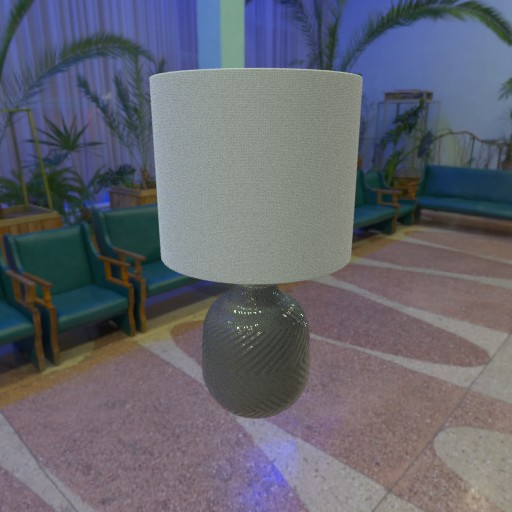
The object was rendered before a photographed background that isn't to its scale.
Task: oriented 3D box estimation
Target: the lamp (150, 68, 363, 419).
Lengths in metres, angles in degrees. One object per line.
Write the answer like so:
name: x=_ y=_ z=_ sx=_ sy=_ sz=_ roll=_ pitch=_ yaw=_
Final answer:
lamp: x=0.000 y=0.000 z=0.493 sx=0.207 sy=0.366 sz=0.207 roll=-16 pitch=23 yaw=-42
